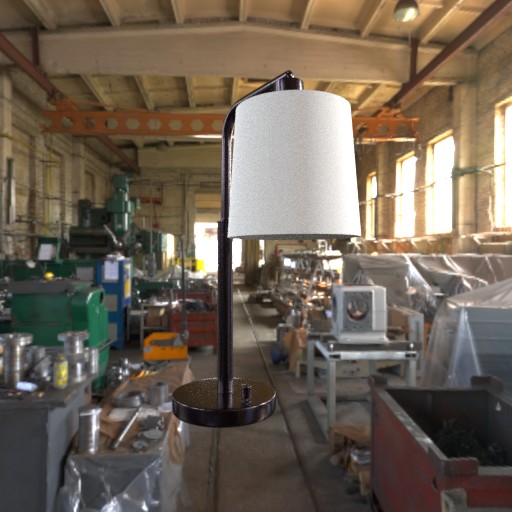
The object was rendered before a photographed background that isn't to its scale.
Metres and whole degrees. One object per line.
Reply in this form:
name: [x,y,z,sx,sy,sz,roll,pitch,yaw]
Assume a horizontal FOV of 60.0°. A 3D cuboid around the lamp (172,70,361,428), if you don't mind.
lamp: [0.000,0.000,0.641,0.171,0.489,0.333,0,0,-37]
